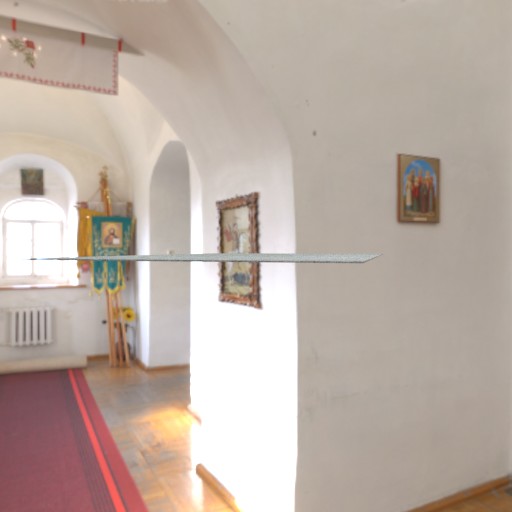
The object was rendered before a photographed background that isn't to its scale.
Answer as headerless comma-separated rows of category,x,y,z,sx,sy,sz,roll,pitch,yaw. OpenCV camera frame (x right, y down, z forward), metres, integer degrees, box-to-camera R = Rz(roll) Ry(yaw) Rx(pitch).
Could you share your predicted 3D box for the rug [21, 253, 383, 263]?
rug,0.000,0.000,2.879,1.521,0.006,2.283,0,1,18
